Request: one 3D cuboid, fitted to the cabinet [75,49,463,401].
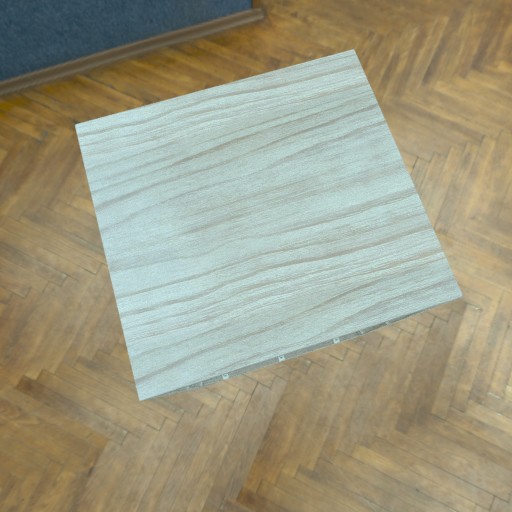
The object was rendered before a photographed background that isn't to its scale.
[{"bbox_3d":[0.000,0.000,0.858,0.409,0.579,0.401,-17,76,-5],"label":"cabinet"}]
